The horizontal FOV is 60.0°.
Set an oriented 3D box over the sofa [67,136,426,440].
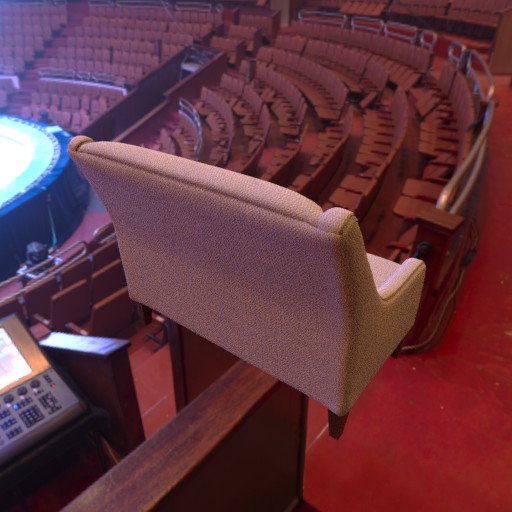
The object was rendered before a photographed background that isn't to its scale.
[{"bbox_3d":[0.000,0.000,1.932,1.242,1.022,0.870,21,36,32],"label":"sofa"}]
